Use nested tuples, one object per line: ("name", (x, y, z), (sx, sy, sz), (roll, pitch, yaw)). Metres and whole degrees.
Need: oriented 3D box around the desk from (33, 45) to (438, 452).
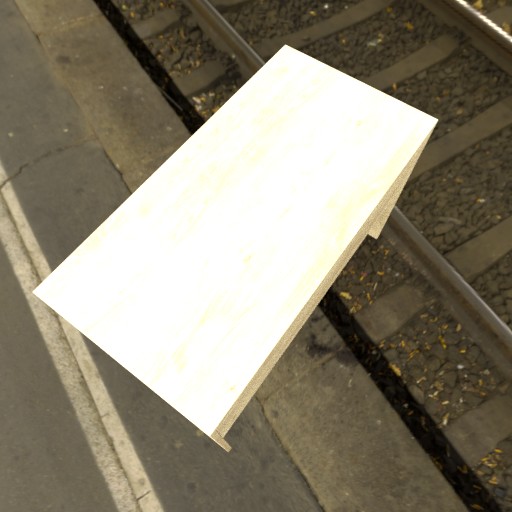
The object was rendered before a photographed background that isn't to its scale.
("desk", (0.000, 0.000, 1.542), (0.560, 0.730, 1.100), (33, 68, 15))
